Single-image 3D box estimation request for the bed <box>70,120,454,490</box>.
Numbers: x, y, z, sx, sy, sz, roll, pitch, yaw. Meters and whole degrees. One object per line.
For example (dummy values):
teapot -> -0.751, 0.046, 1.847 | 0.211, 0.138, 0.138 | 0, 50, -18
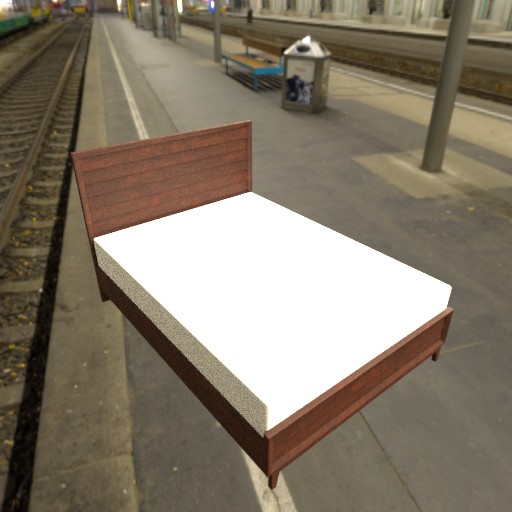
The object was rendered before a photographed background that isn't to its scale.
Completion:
bed -> 0.000, 0.000, 3.129 | 1.600, 1.270, 2.184 | -22, 36, -33
